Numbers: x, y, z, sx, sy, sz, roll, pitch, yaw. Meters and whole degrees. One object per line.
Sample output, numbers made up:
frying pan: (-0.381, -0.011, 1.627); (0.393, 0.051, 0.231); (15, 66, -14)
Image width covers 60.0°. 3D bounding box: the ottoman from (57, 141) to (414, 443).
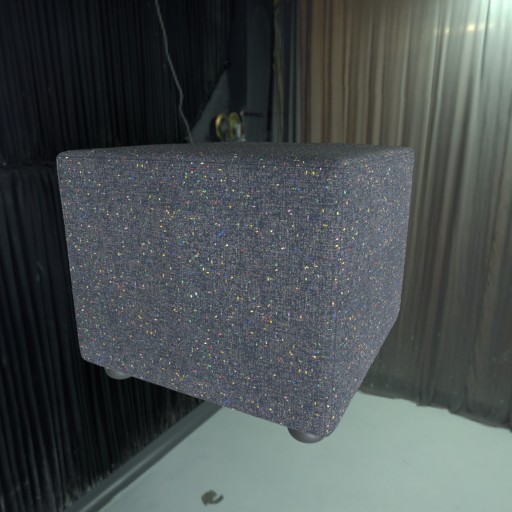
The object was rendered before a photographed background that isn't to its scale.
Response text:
ottoman: (0.000, 0.000, 0.877); (0.508, 0.432, 0.508); (8, 18, 27)
